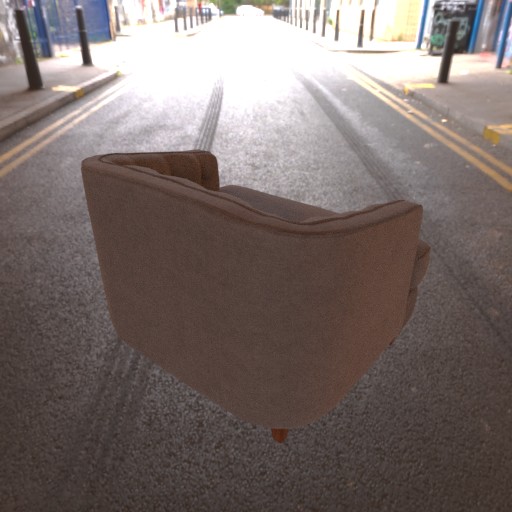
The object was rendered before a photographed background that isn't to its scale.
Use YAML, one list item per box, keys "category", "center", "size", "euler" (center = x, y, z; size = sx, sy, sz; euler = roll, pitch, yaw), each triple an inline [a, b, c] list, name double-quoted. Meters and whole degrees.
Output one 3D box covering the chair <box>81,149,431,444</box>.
- category: "chair"
  center: [0.000, 0.000, 1.755]
  size: [1.104, 0.852, 0.941]
  euler: [21, 36, 33]
